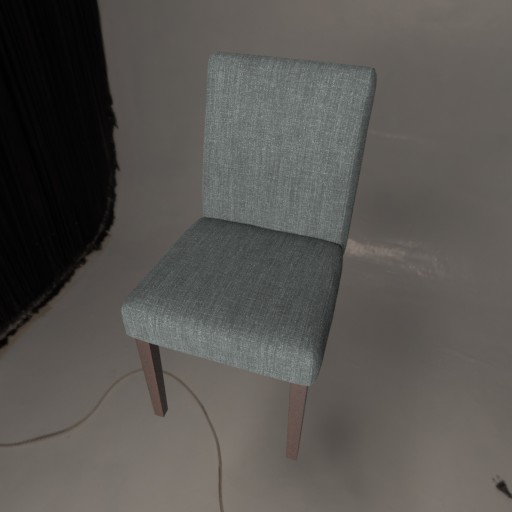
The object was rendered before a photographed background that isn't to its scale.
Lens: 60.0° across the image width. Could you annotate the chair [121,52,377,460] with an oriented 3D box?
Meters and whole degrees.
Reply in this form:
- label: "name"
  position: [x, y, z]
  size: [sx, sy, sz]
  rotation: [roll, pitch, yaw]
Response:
- label: "chair"
  position: [0.000, 0.000, 1.214]
  size: [0.487, 0.884, 0.629]
  rotation: [12, 41, 14]
